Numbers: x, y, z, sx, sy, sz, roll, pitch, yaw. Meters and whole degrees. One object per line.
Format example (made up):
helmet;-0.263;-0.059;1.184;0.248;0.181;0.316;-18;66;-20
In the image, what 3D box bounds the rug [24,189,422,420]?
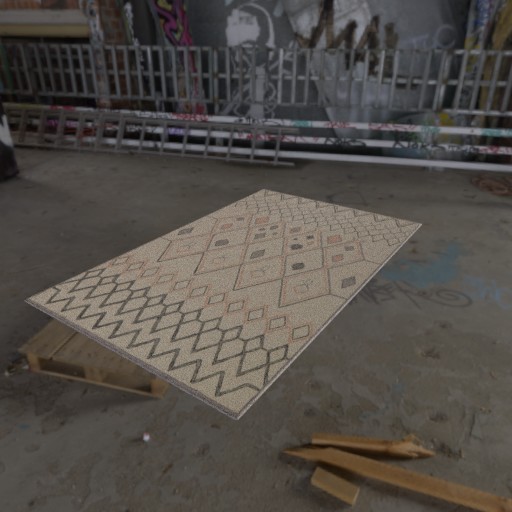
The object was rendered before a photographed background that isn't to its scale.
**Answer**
rug;0.000;0.000;3.027;1.524;0.015;2.438;18;32;31
